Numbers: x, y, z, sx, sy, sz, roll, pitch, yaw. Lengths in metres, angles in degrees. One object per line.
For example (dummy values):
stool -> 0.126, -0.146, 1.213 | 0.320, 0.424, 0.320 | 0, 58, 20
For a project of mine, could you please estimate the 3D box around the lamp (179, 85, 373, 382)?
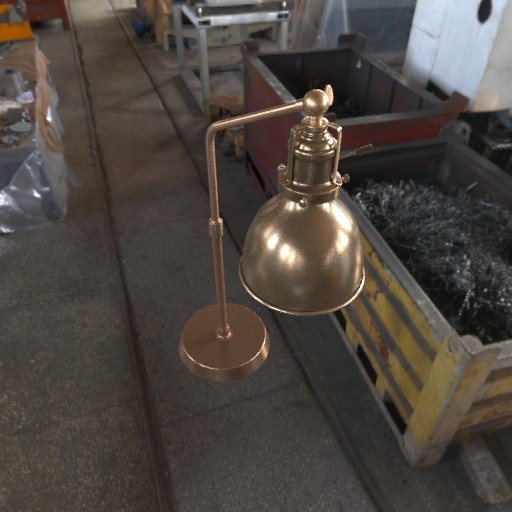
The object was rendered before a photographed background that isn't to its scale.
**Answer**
lamp -> 0.000, 0.000, 0.572 | 0.286, 0.456, 0.153 | 26, 47, 27
